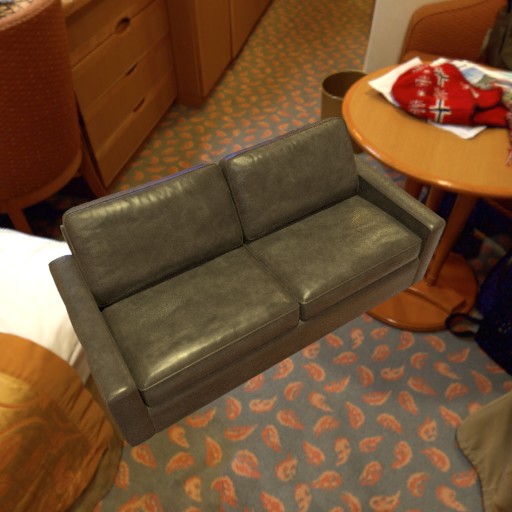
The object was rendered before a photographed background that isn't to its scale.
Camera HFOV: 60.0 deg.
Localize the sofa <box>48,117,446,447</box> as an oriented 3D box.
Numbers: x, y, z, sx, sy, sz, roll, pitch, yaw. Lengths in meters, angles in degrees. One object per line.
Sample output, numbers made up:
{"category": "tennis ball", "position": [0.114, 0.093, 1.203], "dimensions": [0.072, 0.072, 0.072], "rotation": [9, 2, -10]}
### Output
{"category": "sofa", "position": [0.000, 0.000, 2.551], "dimensions": [2.081, 0.916, 0.939], "rotation": [-25, 52, -21]}
